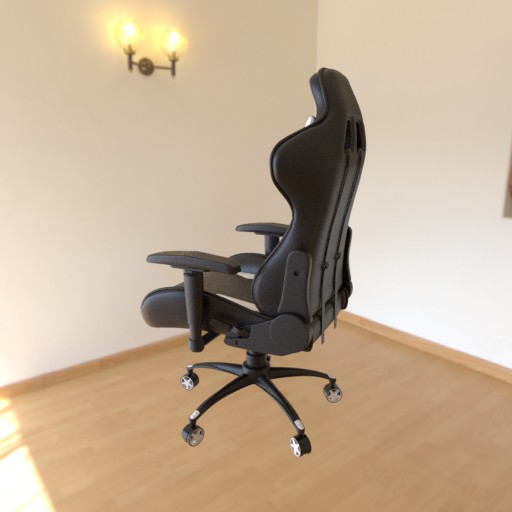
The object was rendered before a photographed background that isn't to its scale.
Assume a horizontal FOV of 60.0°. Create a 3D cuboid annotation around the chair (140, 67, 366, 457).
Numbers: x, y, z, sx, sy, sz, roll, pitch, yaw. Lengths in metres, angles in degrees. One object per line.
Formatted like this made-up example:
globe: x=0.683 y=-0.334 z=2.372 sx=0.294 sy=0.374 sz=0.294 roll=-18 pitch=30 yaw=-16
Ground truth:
chair: x=0.000 y=0.000 z=1.678 sx=0.695 sy=1.285 sz=0.730 roll=7 pitch=16 yaw=26
